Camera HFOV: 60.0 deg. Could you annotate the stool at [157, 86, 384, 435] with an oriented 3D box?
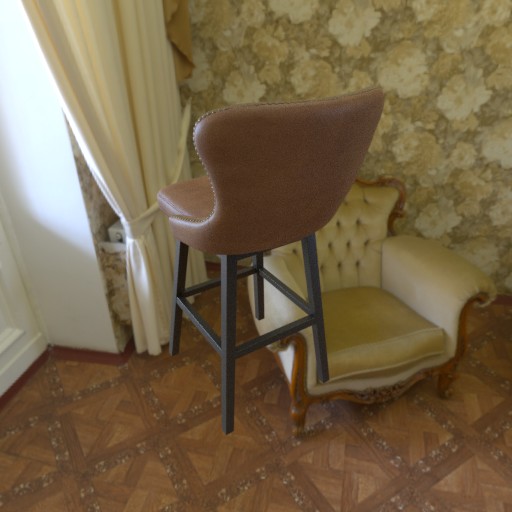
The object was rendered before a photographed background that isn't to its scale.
[{"bbox_3d":[0.000,0.000,1.393,0.528,1.050,0.601,-18,35,-28],"label":"stool"}]
